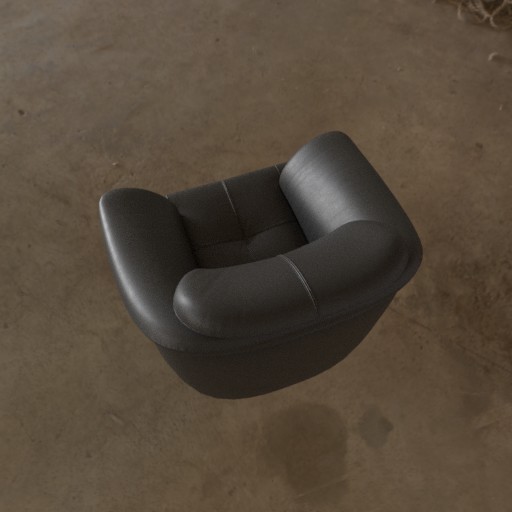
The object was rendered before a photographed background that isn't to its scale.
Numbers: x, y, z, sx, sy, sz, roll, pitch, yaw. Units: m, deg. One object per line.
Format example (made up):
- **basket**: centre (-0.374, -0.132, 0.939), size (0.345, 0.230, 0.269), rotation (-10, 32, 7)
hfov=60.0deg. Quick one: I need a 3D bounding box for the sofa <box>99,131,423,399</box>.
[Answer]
- **sofa**: centre (0.000, 0.000, 1.449), size (0.870, 0.811, 0.794), rotation (-17, 61, -10)
